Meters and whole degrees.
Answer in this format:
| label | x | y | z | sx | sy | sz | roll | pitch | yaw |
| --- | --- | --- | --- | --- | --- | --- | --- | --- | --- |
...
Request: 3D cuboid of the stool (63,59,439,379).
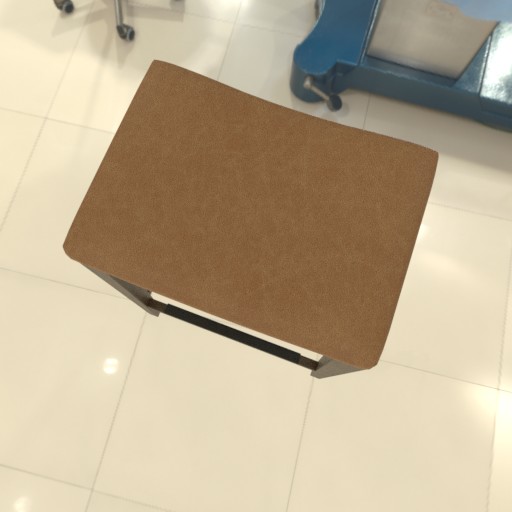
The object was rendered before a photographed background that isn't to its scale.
| label | x | y | z | sx | sy | sz | roll | pitch | yaw |
| --- | --- | --- | --- | --- | --- | --- | --- | --- | --- |
| stool | 0.000 | 0.000 | 0.943 | 0.500 | 0.660 | 0.361 | 20 | 76 | 5 |
